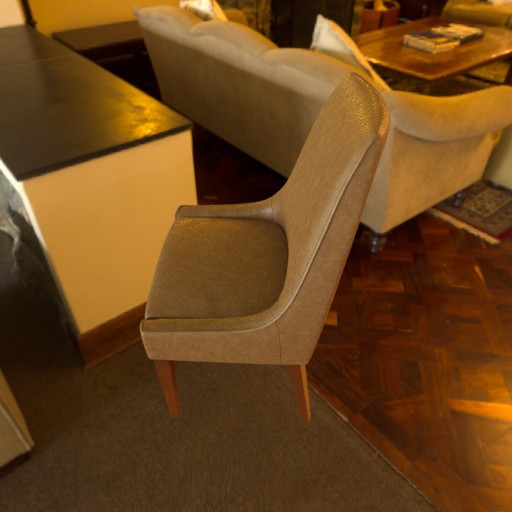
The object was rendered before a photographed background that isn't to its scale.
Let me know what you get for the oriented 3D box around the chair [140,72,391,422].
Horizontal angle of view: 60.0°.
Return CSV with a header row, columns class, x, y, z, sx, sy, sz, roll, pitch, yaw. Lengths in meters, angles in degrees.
class,x,y,z,sx,sy,sz,roll,pitch,yaw
chair,0.000,0.000,1.187,0.544,0.861,0.529,1,40,2
